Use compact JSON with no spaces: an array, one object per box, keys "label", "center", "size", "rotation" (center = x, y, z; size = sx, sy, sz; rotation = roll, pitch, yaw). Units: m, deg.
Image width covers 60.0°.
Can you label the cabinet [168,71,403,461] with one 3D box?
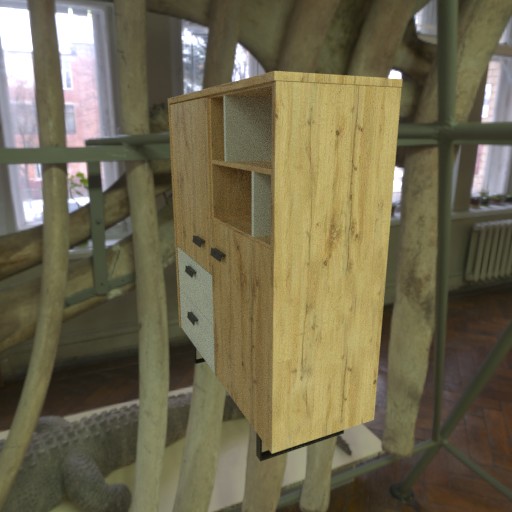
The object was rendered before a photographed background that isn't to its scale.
[{"label":"cabinet","center":[0.000,0.000,1.995],"size":[0.473,1.397,1.168],"rotation":[-7,17,-24]}]
